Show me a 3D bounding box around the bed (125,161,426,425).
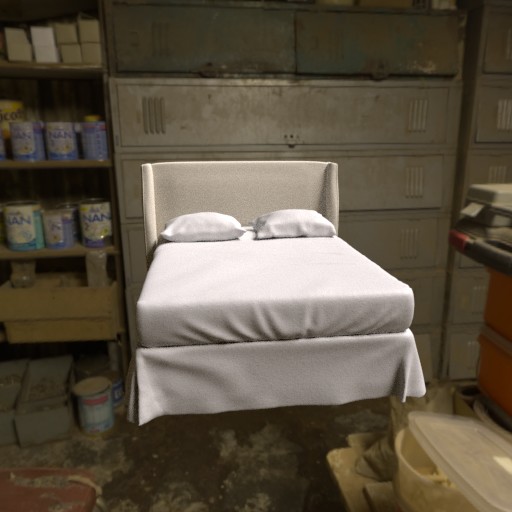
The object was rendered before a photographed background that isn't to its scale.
[{"bbox_3d":[0.000,0.000,3.482,1.925,1.332,2.276,-2,16,-7],"label":"bed"}]
